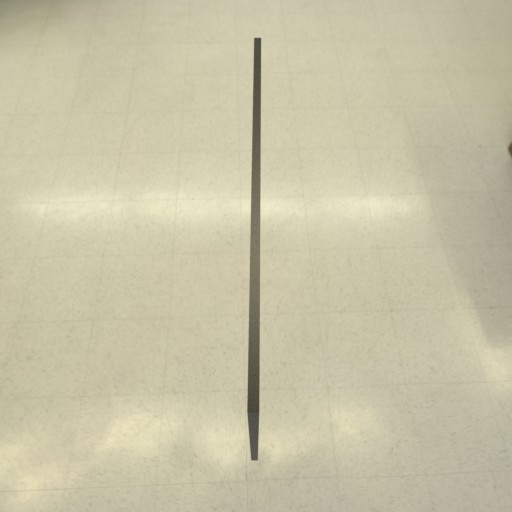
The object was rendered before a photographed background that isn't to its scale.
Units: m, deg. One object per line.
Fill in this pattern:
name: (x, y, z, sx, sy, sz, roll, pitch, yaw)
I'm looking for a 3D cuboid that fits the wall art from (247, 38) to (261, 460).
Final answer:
wall art: (0.000, 0.000, 1.218, 0.019, 0.660, 0.957, 0, 59, 0)
